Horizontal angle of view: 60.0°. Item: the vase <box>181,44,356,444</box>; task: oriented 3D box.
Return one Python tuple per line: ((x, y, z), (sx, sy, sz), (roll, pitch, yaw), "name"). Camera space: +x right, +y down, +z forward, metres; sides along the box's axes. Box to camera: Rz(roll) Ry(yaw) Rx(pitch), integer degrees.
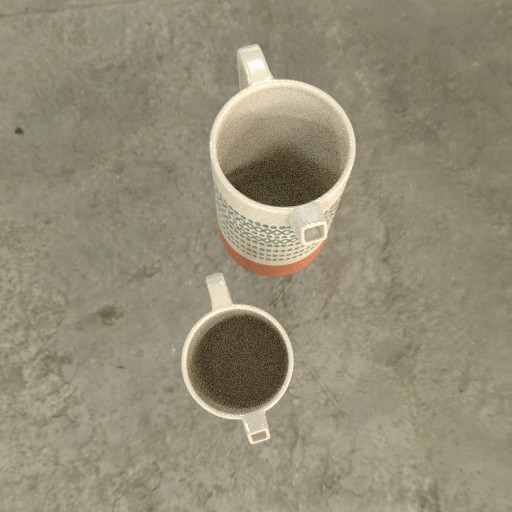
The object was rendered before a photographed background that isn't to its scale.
((0.000, 0.000, 0.468), (0.168, 0.247, 0.326), (23, 78, 5), "vase")
